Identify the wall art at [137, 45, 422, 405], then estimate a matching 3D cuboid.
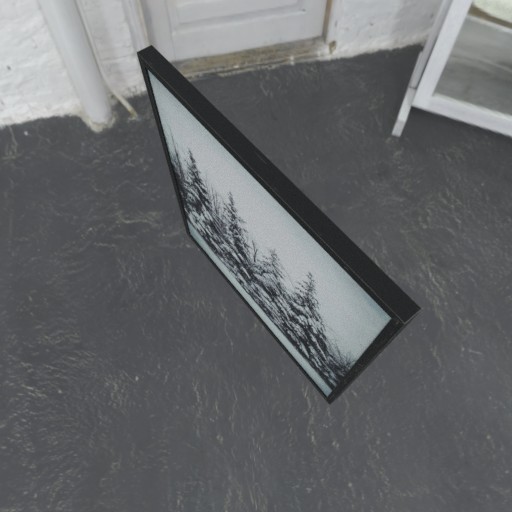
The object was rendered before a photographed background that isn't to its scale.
[{"bbox_3d":[0.000,0.000,1.139,0.037,0.761,0.761,-35,68,-17],"label":"wall art"}]
